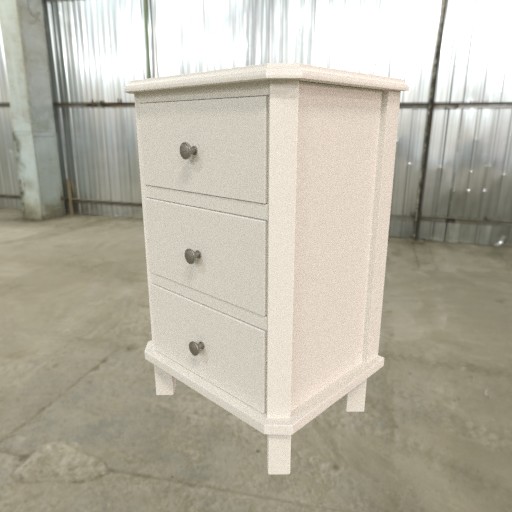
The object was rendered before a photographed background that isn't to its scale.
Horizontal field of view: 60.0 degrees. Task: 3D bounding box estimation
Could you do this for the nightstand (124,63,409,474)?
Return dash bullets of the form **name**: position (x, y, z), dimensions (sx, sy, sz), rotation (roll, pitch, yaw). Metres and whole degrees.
- **nightstand**: position (0.000, 0.000, 0.920), dimensions (0.435, 0.681, 0.351), rotation (15, 22, 42)
